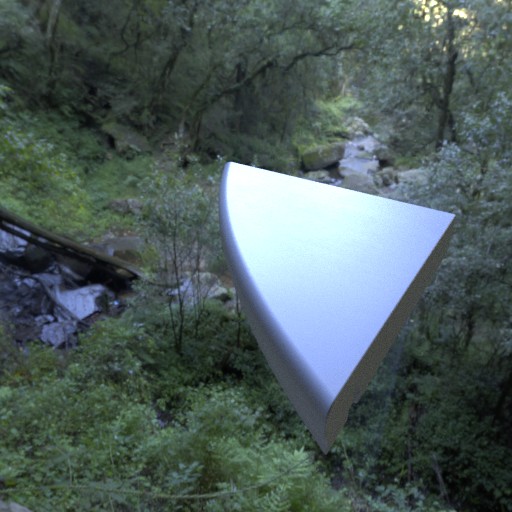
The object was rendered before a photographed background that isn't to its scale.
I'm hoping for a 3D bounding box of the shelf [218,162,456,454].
[{"bbox_3d":[0.000,0.000,0.449,0.310,0.050,0.310,19,36,28],"label":"shelf"}]
